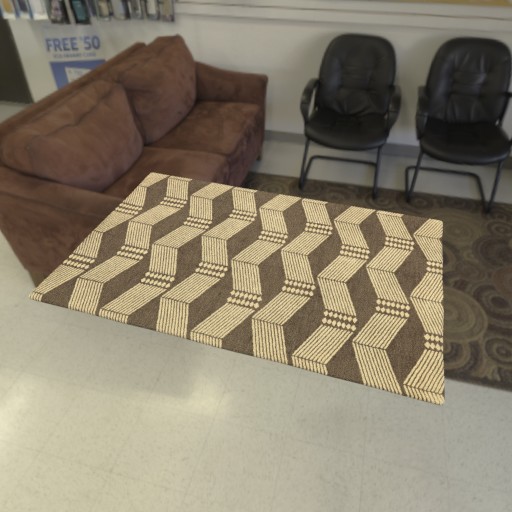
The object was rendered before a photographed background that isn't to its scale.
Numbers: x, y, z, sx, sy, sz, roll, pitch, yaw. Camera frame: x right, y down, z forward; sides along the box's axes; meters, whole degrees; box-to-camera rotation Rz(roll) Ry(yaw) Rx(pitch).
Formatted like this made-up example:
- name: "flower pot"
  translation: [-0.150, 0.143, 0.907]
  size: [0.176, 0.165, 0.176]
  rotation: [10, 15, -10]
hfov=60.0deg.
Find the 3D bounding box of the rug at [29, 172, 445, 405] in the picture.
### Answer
- name: "rug"
  translation: [0.000, 0.000, 2.276]
  size: [1.833, 0.016, 1.210]
  rotation: [12, 41, 13]
